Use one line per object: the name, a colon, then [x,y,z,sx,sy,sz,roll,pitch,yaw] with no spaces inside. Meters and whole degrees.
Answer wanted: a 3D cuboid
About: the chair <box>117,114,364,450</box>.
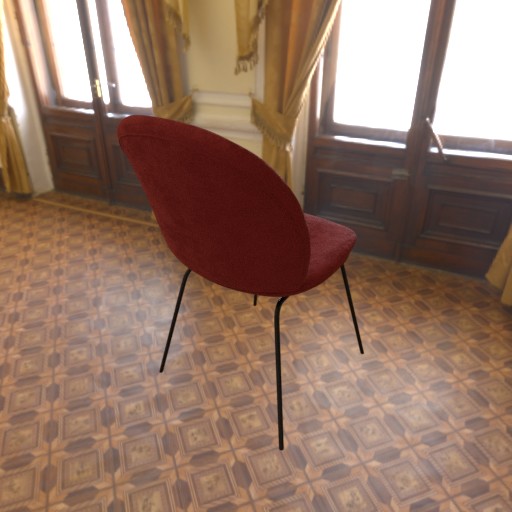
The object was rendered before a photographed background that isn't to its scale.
chair: [0.000,0.000,1.160,0.458,0.791,0.587,20,34,33]
